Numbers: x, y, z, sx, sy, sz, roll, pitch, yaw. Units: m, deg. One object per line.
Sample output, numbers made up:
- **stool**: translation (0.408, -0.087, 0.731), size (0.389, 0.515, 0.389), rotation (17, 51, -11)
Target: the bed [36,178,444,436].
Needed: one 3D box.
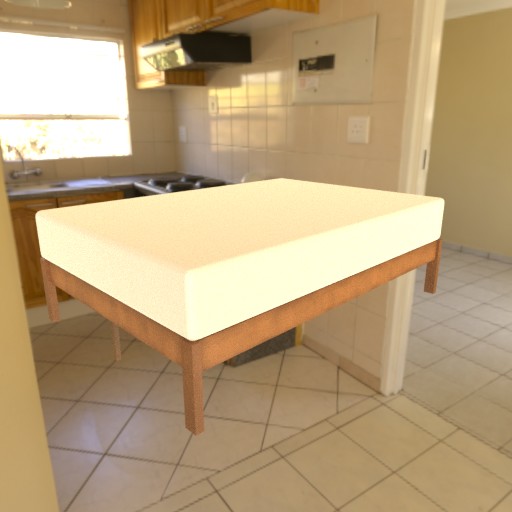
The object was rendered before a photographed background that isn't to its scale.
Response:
- **bed**: translation (0.000, 0.000, 2.581), size (1.927, 0.616, 1.348), rotation (-16, 24, -42)
